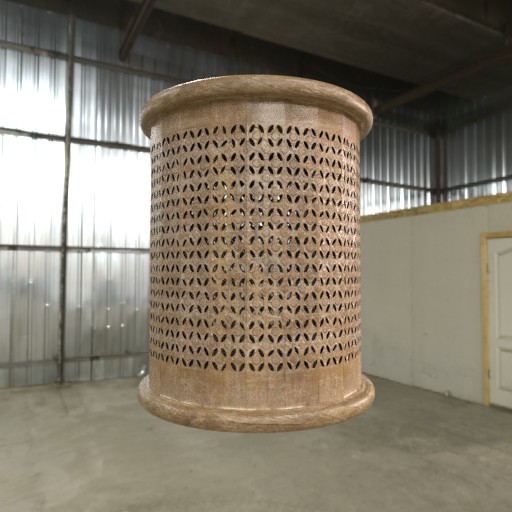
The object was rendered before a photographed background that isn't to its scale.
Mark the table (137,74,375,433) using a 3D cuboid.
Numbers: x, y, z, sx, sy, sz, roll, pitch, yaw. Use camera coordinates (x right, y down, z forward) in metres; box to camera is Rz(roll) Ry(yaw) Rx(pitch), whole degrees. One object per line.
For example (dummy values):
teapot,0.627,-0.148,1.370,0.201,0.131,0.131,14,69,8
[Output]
table,0.000,0.000,0.792,0.407,0.482,0.407,0,-2,0
